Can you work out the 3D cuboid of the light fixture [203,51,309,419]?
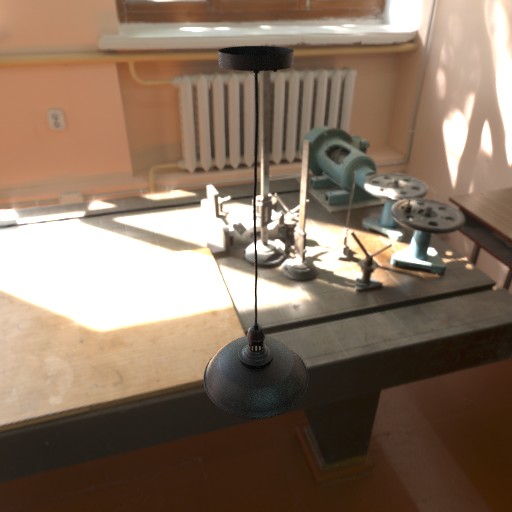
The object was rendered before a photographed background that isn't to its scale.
[{"bbox_3d":[0.000,0.000,1.172,0.331,0.993,0.331,10,33,16],"label":"light fixture"}]
